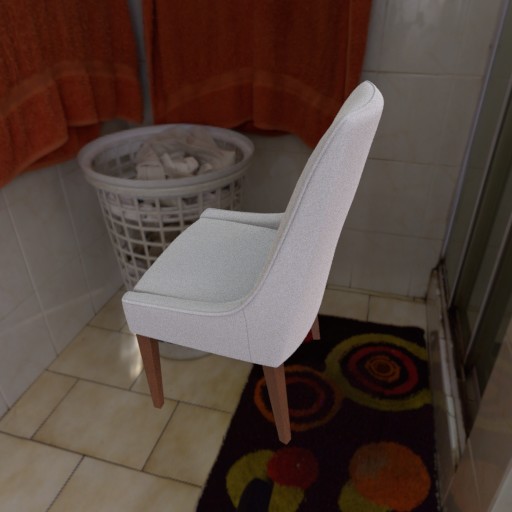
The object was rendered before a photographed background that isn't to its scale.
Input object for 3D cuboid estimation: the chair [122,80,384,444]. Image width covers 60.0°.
[{"bbox_3d":[0.000,0.000,1.189,0.544,0.861,0.529,10,33,15],"label":"chair"}]
